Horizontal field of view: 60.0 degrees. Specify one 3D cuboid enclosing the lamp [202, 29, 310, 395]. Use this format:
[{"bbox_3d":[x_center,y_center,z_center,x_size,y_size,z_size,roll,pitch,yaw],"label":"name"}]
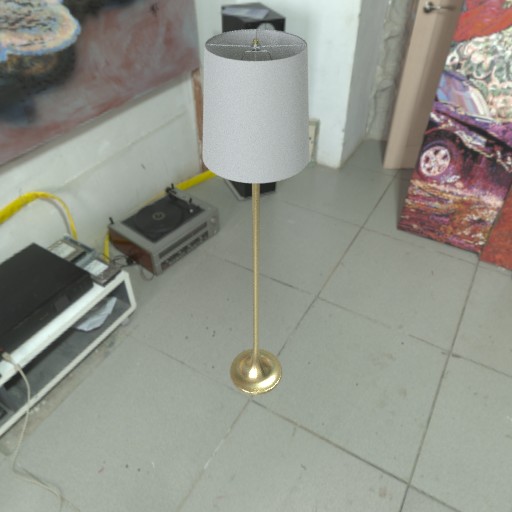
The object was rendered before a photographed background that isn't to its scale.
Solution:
[{"bbox_3d":[0.000,0.000,1.690,0.337,1.543,0.337,0,42,0],"label":"lamp"}]
